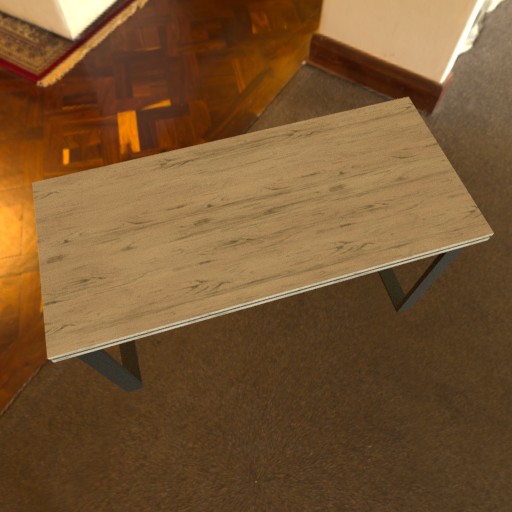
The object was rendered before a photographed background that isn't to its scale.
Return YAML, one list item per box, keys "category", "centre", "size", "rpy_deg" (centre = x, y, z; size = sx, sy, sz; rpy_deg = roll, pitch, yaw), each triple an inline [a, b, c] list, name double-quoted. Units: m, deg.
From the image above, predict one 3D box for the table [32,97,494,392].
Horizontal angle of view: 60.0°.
- category: "table"
  centre: [0.000, 0.000, 2.255]
  size: [1.778, 0.899, 0.795]
  rpy_deg: [-15, 64, -7]
